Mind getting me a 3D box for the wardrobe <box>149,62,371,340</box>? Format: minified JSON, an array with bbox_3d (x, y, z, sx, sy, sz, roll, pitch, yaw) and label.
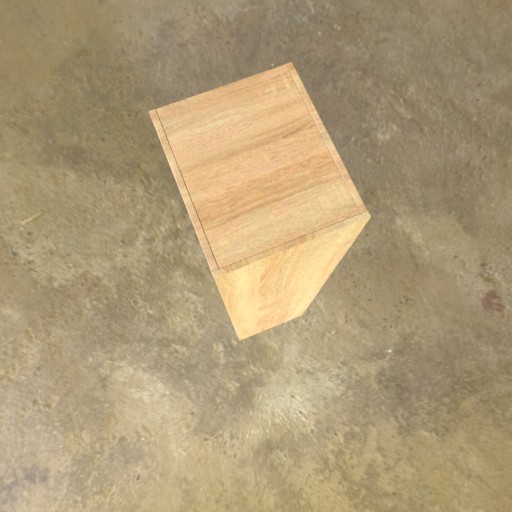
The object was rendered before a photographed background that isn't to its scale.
[{"bbox_3d":[0.000,0.000,2.375,0.496,2.117,0.588,-21,75,-6],"label":"wardrobe"}]
